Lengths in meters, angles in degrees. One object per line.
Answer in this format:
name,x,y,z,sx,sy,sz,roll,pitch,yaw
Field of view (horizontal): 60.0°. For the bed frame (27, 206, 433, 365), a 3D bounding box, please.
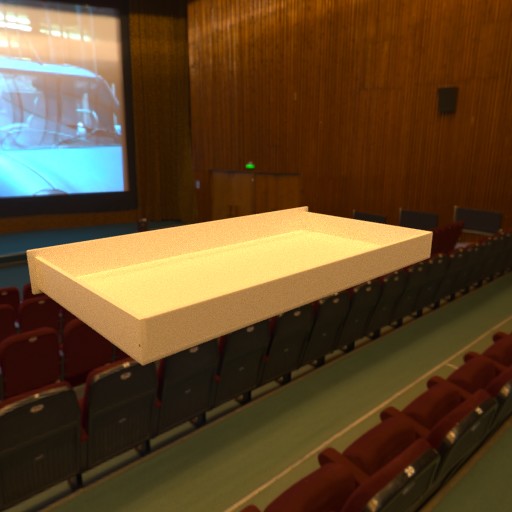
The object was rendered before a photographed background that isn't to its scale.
bed frame,0.000,0.000,1.566,1.300,0.141,0.670,-14,20,-41
